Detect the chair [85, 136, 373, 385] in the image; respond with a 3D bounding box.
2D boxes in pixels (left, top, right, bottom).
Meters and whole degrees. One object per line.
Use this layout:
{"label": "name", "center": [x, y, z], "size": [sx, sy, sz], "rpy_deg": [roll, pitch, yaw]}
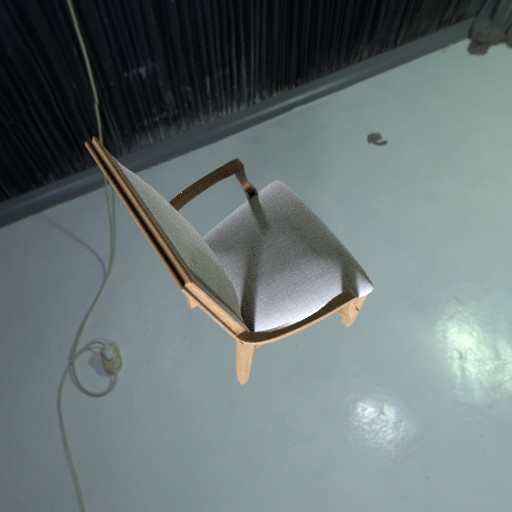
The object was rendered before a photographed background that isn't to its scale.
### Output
{"label": "chair", "center": [0.000, 0.000, 1.369], "size": [0.602, 0.990, 0.606], "rpy_deg": [-31, 65, -16]}
